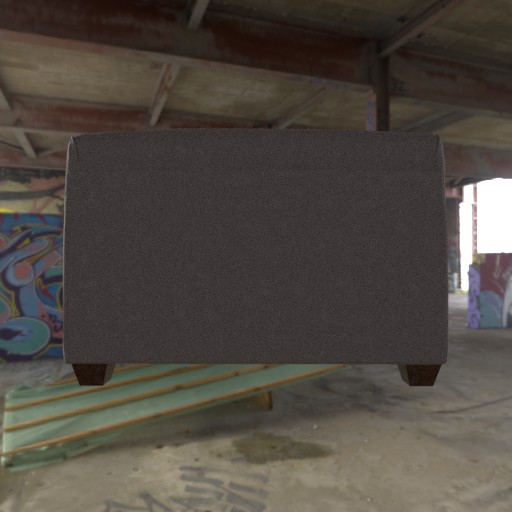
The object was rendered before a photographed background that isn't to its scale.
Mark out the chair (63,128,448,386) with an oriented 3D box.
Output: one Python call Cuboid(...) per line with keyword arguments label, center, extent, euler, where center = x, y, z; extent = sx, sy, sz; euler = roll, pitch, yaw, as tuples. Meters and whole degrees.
Cuboid(label="chair", center=(0.000, 0.000, 2.048), extent=(1.395, 0.953, 0.992), euler=(0, -1, 0))
